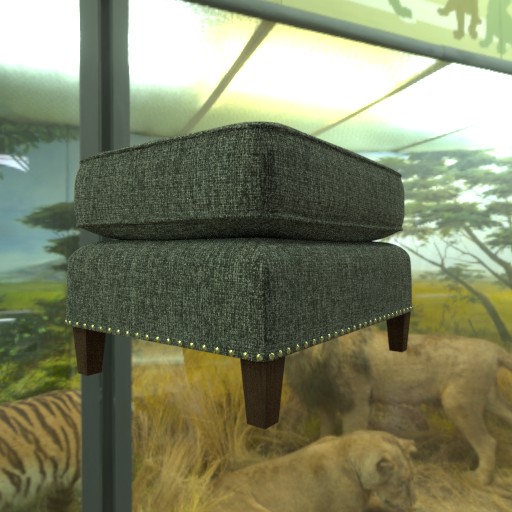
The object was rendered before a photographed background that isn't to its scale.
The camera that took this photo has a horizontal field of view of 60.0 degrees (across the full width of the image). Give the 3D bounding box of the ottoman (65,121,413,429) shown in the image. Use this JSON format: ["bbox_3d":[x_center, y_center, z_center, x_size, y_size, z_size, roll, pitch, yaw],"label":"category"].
[{"bbox_3d":[0.000,0.000,1.141,0.589,0.537,0.738,1,1,37],"label":"ottoman"}]
